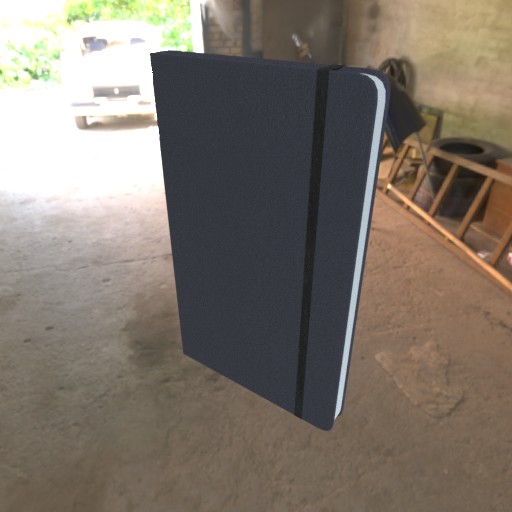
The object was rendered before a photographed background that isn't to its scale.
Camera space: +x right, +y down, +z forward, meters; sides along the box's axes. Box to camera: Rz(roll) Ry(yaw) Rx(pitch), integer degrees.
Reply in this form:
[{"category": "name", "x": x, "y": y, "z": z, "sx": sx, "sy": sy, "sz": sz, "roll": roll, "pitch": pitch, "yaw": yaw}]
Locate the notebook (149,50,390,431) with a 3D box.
[{"category": "notebook", "x": 0.000, "y": 0.000, "z": 0.261, "sx": 0.127, "sy": 0.213, "sz": 0.016, "roll": 20, "pitch": 36, "yaw": 30}]
